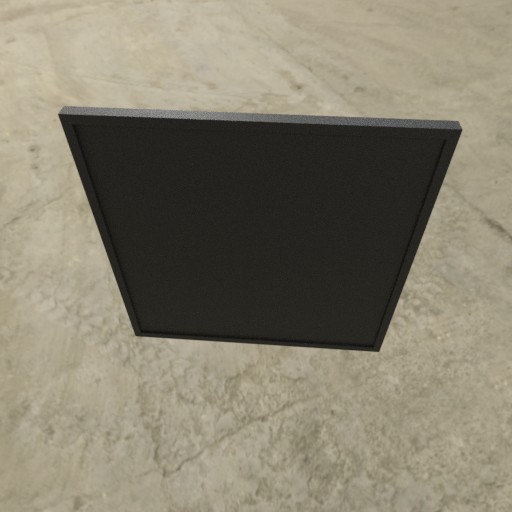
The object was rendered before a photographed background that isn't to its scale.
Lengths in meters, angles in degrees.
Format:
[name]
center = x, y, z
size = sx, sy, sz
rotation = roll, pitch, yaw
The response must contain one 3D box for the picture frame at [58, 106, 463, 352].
[picture frame]
center = 0.000, 0.000, 1.136
size = 0.775, 0.775, 0.032
rotation = 3, 46, 3
